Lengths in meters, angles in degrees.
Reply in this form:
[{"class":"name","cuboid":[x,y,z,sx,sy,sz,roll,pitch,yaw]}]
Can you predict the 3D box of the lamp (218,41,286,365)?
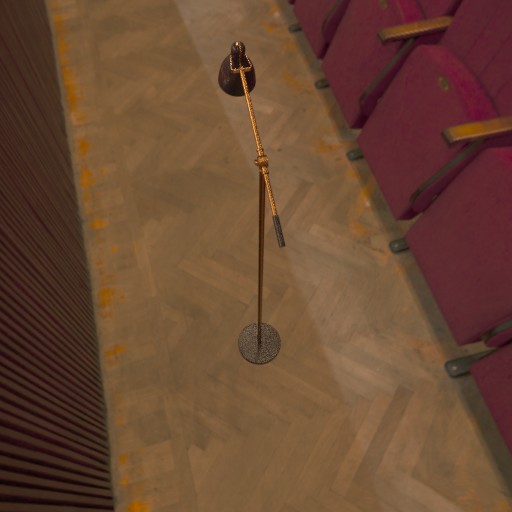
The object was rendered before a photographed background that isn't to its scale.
[{"class":"lamp","cuboid":[0.000,0.000,1.804,0.235,1.628,0.618,-11,60,-7]}]
